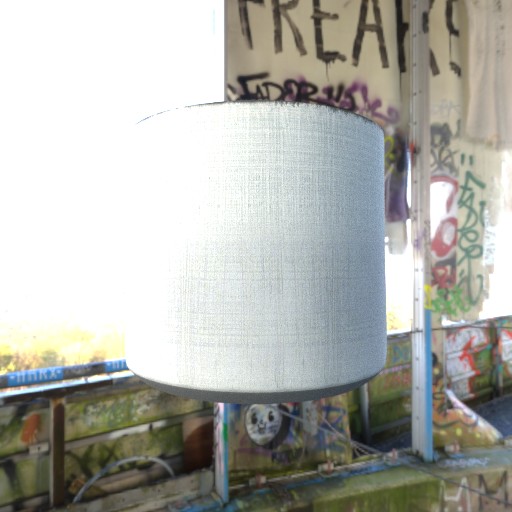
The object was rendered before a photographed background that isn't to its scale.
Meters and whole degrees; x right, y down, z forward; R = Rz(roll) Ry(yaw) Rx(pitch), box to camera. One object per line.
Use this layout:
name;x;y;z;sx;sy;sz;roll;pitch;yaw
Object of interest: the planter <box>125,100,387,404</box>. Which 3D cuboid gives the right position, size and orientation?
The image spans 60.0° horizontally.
planter;0.000;0.000;0.390;0.221;0.201;0.221;0;0;0
